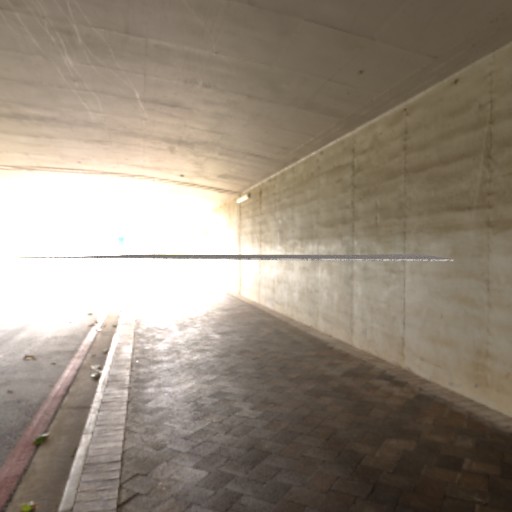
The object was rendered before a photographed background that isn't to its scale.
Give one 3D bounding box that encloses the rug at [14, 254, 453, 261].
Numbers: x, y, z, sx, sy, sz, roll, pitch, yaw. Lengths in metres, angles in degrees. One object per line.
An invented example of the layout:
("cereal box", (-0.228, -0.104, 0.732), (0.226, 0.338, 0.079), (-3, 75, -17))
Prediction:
("rug", (0.000, 0.000, 4.023), (3.054, 0.030, 2.430), (0, 1, 18))
